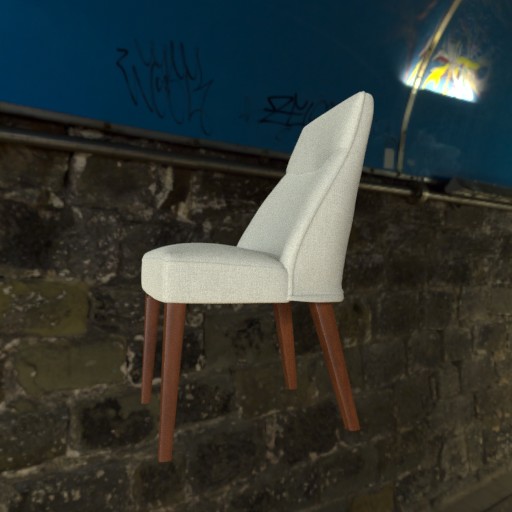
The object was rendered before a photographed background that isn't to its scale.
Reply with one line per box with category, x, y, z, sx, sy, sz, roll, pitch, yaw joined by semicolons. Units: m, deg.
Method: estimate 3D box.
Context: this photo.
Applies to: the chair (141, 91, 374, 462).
chair;0.000;0.000;1.307;0.620;0.930;0.500;0;0;-20
